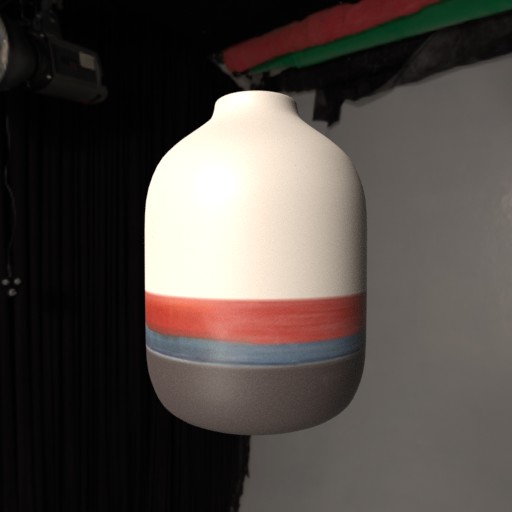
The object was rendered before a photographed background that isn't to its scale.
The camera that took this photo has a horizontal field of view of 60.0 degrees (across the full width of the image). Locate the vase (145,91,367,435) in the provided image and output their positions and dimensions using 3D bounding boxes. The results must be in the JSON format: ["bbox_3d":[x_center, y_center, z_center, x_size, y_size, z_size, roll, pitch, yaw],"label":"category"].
[{"bbox_3d":[0.000,0.000,0.348,0.169,0.237,0.169,0,1,0],"label":"vase"}]
